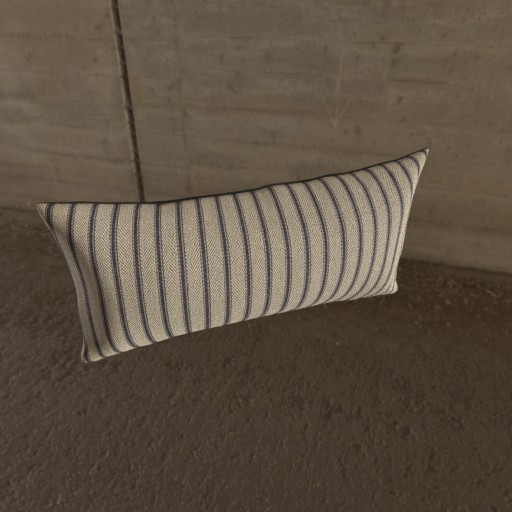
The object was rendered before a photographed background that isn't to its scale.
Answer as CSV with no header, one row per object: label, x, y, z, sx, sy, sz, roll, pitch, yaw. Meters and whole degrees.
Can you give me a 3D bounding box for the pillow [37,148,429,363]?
pillow,0.000,0.000,0.738,0.609,0.305,0.151,-10,33,-16
